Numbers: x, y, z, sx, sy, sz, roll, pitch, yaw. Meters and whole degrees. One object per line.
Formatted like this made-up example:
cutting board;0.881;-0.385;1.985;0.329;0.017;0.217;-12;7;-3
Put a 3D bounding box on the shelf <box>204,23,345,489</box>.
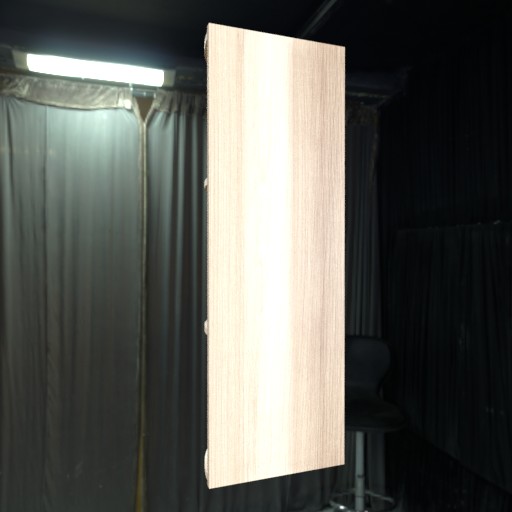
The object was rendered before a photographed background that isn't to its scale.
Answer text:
shelf;0.000;0.000;1.015;0.290;0.872;0.290;0;0;-20
